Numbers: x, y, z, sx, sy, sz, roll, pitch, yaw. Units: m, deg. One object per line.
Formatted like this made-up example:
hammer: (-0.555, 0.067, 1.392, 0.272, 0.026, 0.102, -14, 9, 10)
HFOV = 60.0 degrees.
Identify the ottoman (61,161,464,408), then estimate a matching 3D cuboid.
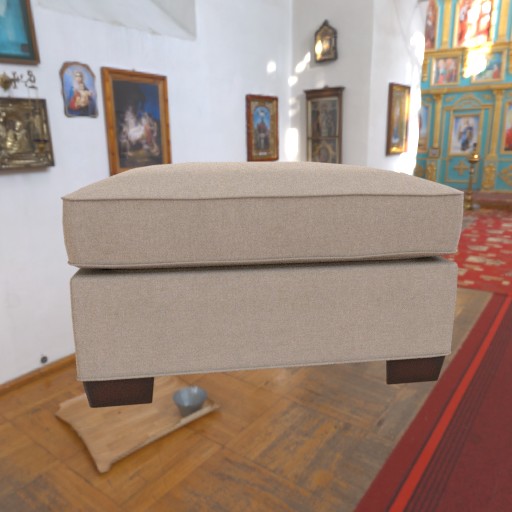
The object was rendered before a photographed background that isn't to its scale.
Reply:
ottoman: (0.000, 0.000, 1.220, 0.846, 0.503, 0.617, -2, 14, -8)
